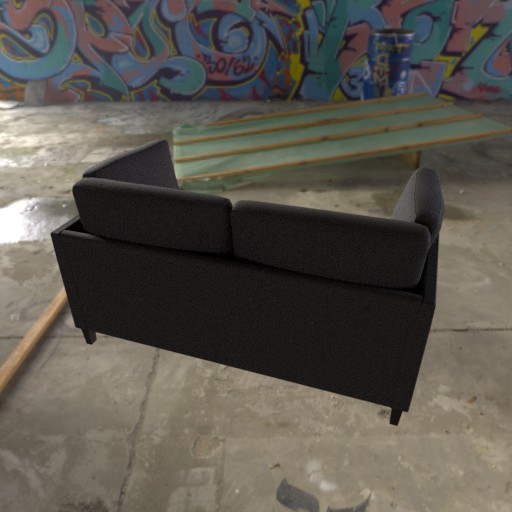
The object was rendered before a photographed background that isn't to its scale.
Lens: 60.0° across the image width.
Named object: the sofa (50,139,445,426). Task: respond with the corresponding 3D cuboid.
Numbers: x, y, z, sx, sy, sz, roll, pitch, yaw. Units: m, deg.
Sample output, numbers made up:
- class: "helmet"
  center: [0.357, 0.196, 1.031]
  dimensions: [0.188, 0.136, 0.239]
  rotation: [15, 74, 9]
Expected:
- class: "sofa"
  center: [0.000, 0.000, 2.331]
  dimensions: [1.751, 0.920, 0.969]
  rotation: [10, 32, 16]
